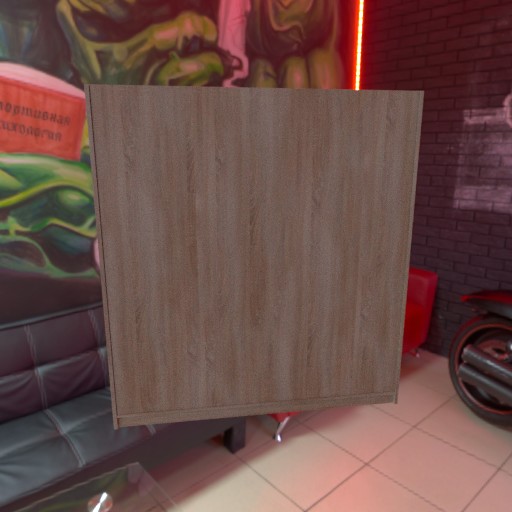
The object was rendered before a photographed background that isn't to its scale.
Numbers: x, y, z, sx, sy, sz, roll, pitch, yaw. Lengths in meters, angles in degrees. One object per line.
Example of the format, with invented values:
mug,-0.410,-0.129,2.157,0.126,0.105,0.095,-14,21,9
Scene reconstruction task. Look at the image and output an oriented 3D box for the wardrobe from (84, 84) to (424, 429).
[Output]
wardrobe,0.000,0.000,3.120,1.998,2.159,0.598,-2,14,-8
